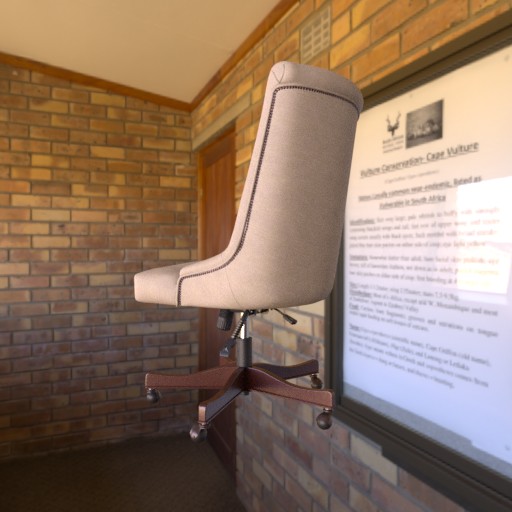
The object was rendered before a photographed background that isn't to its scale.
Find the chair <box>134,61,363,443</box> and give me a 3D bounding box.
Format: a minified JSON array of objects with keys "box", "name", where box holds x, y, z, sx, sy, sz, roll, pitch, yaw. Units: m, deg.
[{"box":[0.000,0.000,1.457,0.696,1.010,0.645,0,1,34],"name":"chair"}]
